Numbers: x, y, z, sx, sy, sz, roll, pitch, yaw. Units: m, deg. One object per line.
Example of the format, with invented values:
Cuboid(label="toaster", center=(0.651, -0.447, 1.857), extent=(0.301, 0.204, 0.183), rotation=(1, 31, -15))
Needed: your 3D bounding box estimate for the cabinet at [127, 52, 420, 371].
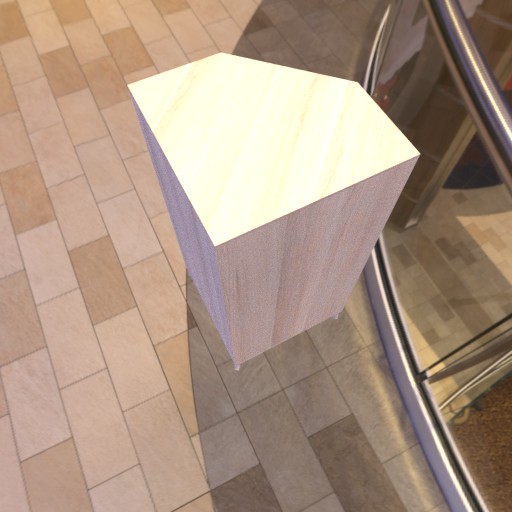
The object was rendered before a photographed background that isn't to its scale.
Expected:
Cuboid(label="cabinet", center=(0.000, 0.000, 2.650), extent=(1.272, 1.957, 0.969), rotation=(16, 64, 8))
